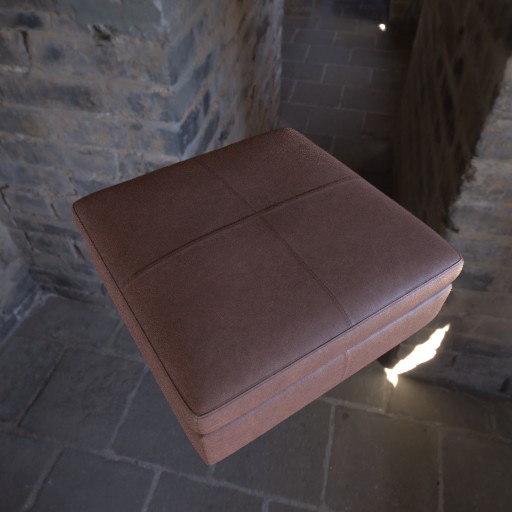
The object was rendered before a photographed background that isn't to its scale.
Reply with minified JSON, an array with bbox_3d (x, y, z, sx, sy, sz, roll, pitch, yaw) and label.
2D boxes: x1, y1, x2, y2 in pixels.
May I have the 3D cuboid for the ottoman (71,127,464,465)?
[{"bbox_3d":[0.000,0.000,1.862,1.168,0.490,1.168,-25,51,-22],"label":"ottoman"}]
